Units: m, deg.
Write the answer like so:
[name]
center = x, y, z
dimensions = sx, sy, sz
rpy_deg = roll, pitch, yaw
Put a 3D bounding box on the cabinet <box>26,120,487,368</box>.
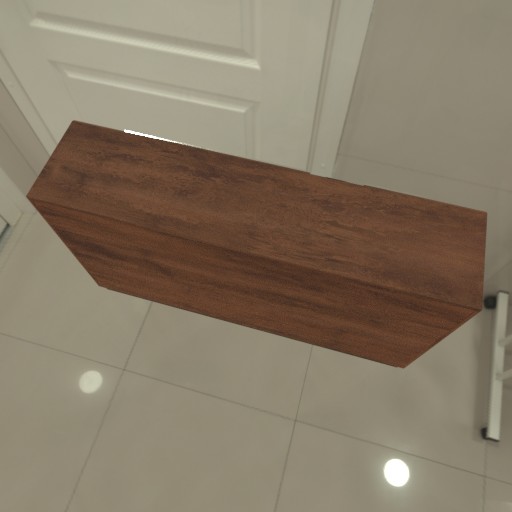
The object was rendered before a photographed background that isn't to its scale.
[cabinet]
center = 0.000, 0.000, 1.988
dimensions = 1.600, 0.900, 0.420
rpy_deg = 14, 64, 7
